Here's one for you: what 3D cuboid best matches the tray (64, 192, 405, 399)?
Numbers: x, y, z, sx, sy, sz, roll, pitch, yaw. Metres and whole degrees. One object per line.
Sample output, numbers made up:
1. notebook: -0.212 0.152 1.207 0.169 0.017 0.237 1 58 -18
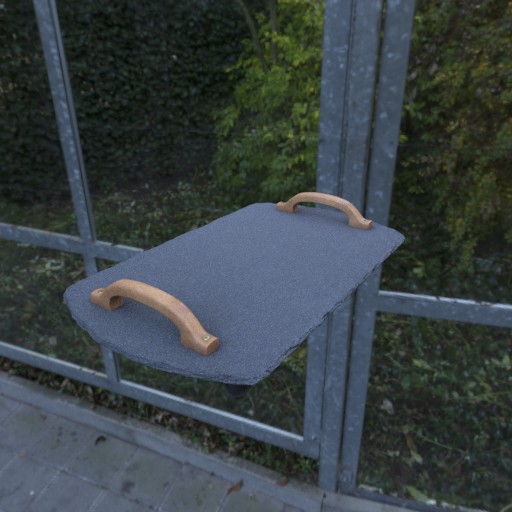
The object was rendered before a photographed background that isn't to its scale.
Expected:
1. tray: 0.000 0.000 0.482 0.231 0.062 0.387 16 29 31
